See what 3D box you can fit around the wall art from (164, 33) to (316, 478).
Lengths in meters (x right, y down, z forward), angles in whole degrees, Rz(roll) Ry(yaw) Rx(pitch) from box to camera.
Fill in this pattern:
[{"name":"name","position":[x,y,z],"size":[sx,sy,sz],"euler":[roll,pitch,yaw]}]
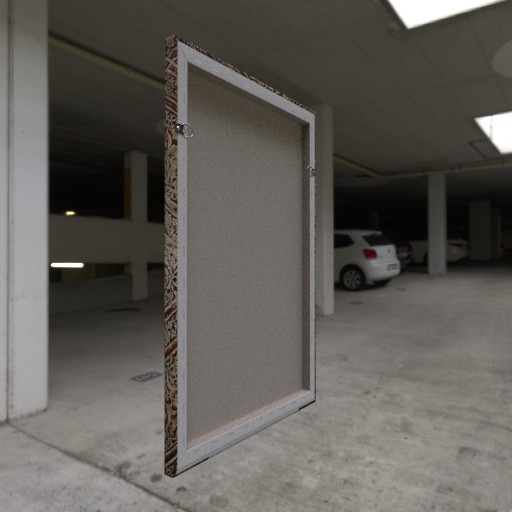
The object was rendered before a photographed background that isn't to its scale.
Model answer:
[{"name":"wall art","position":[0.000,0.000,1.149],"size":[0.030,0.904,0.599],"euler":[0,-1,36]}]
